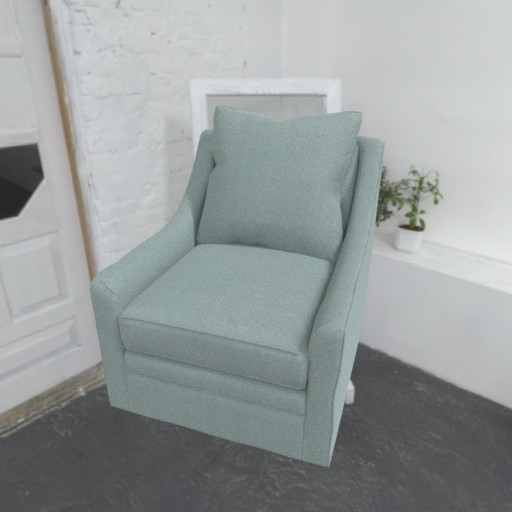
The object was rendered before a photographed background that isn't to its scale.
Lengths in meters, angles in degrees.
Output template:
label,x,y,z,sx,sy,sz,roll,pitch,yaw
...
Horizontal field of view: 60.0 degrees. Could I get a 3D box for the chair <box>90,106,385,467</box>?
label,x,y,z,sx,sy,sz,roll,pitch,yaw
chair,0.000,0.000,1.576,0.760,0.926,0.870,8,26,17
